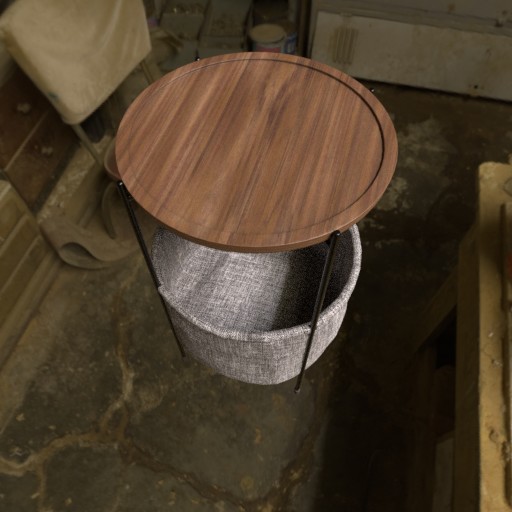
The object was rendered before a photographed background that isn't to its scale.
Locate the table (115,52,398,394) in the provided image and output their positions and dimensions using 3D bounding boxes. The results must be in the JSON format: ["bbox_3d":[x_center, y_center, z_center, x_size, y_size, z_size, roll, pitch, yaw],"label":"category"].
[{"bbox_3d":[0.000,0.000,0.873,0.400,0.623,0.400,14,58,9],"label":"table"}]
